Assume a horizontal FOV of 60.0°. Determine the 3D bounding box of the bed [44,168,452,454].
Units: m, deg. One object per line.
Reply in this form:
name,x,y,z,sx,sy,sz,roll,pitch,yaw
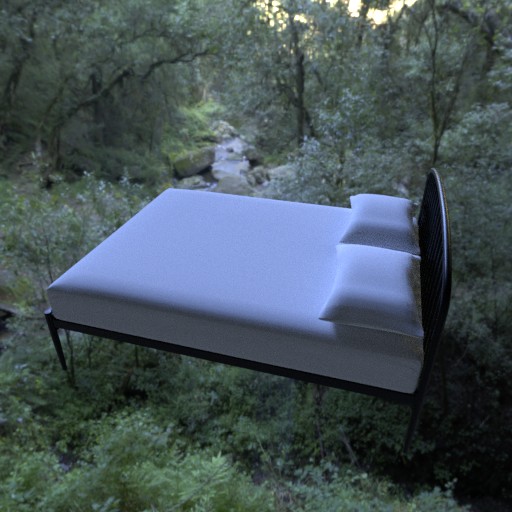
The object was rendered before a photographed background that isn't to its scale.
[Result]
bed,0.000,0.000,2.963,2.159,1.166,1.618,9,32,14
